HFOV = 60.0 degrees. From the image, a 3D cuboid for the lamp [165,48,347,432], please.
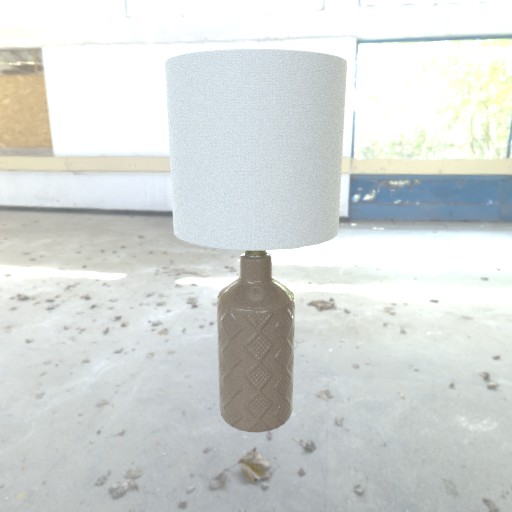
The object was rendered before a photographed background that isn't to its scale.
[{"bbox_3d":[0.000,0.000,0.575,0.207,0.461,0.207,3,16,10],"label":"lamp"}]
